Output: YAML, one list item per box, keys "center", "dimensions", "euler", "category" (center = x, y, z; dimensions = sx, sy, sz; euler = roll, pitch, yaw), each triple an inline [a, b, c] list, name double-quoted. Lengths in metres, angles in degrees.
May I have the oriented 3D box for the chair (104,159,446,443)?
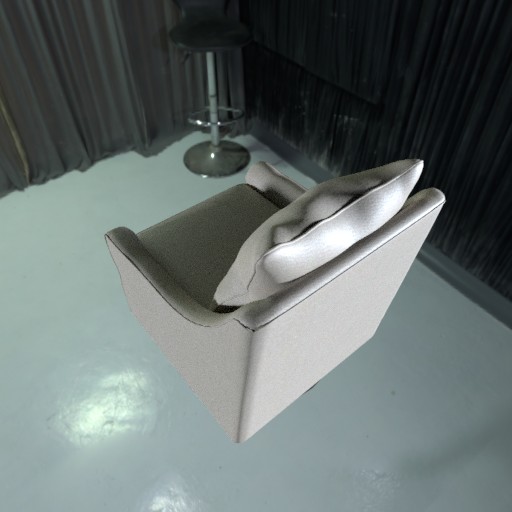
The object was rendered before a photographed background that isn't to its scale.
- center: [0.000, 0.000, 1.591]
  dimensions: [0.760, 0.942, 0.876]
  euler: [-31, 53, -26]
  category: "chair"
